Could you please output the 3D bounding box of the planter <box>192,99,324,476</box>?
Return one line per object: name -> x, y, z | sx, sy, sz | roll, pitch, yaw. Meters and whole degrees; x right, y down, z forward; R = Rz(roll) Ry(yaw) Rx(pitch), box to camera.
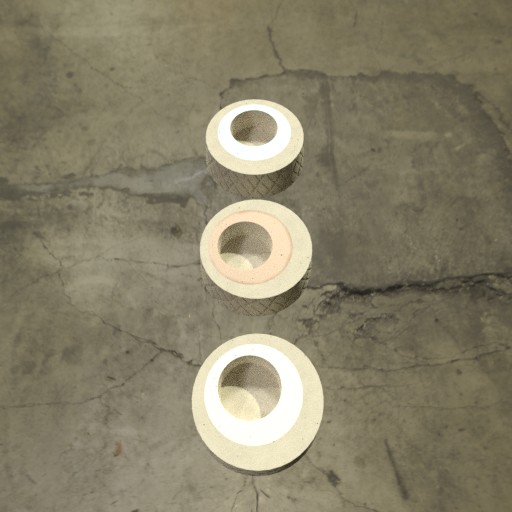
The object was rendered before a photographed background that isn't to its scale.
planter -> 0.000, 0.000, 0.438 | 0.114, 0.038, 0.390 | -1, 63, 0
